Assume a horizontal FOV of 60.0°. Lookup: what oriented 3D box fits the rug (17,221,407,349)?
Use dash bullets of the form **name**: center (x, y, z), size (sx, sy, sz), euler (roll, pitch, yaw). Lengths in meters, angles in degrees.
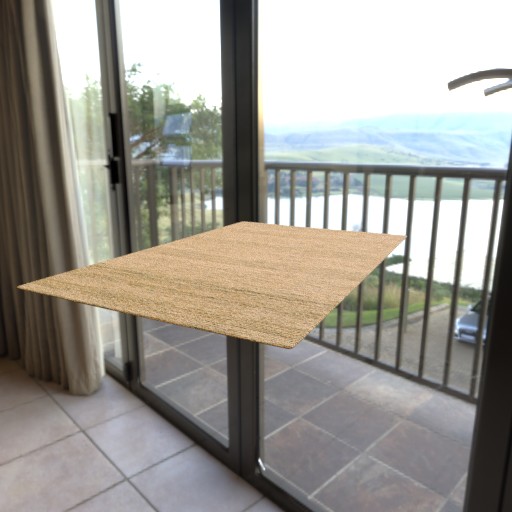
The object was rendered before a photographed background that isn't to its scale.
- **rug**: center (0.000, 0.000, 2.173), size (1.143, 0.010, 1.758), euler (7, 15, 27)
